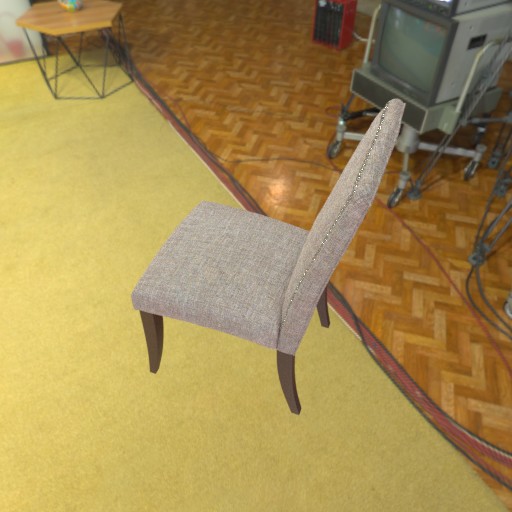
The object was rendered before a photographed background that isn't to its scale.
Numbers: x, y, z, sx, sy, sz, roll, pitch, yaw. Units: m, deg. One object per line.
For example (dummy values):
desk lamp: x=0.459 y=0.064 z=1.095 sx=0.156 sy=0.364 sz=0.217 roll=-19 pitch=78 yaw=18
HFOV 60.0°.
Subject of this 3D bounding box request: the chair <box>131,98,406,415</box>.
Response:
chair: x=0.000 y=0.000 z=1.396 sx=0.660 sy=1.016 sz=0.513 roll=16 pitch=48 yaw=15
